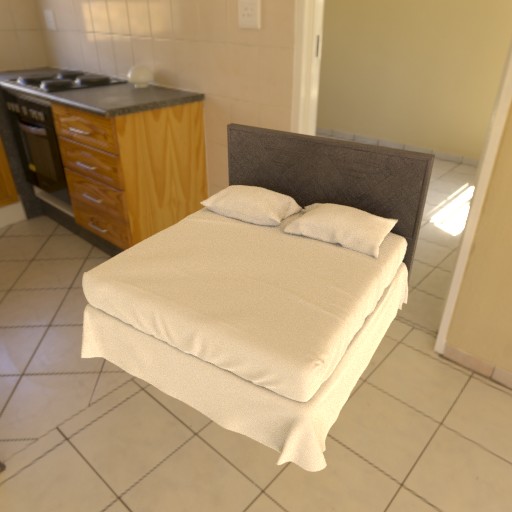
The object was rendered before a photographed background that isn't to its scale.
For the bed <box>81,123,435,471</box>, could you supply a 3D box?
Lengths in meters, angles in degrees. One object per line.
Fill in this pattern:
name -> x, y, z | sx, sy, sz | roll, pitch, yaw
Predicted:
bed -> 0.000, 0.000, 2.876 | 1.772, 1.142, 1.785 | 17, 34, 27
